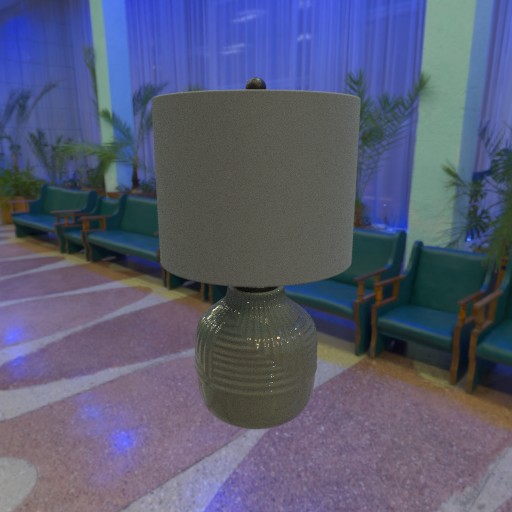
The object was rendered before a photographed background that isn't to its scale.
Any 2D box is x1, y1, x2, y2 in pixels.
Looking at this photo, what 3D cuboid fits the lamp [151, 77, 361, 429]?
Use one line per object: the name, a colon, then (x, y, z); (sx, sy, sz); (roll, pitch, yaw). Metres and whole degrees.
lamp: (0.000, 0.000, 0.752); (0.318, 0.567, 0.318); (0, 15, 0)
